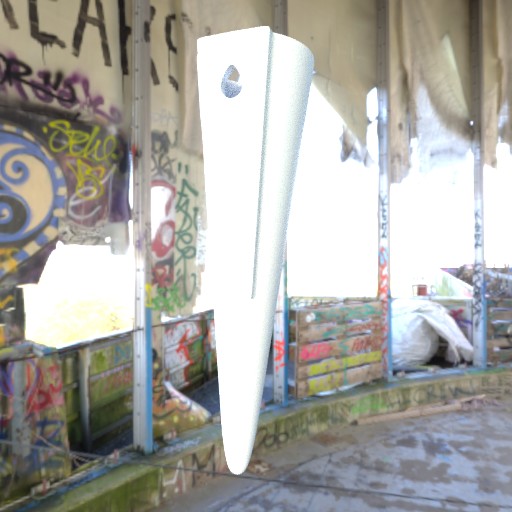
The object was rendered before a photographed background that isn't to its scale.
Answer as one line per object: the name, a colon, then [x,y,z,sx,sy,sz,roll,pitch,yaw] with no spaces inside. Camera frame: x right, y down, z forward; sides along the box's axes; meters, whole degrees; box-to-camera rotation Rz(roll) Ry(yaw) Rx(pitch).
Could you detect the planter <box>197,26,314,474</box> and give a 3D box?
planter: [0.000,0.000,0.220,0.057,0.193,0.064,0,0,19]
